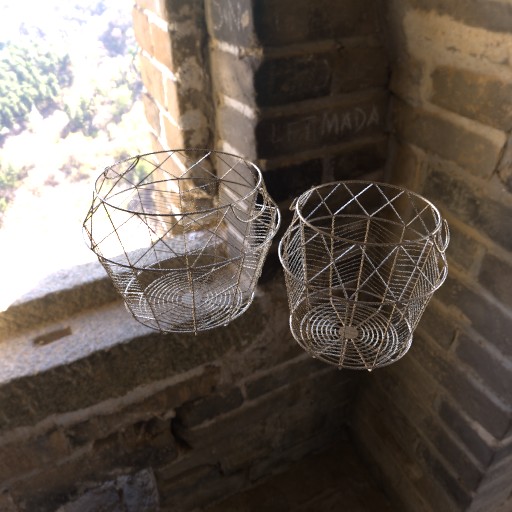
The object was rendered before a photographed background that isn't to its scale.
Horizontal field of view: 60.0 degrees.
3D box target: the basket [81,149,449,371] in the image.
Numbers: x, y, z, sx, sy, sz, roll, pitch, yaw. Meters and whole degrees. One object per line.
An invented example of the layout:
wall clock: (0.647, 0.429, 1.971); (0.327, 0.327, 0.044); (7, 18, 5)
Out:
basket: (0.000, 0.000, 1.021); (0.805, 0.343, 0.451); (10, 34, 15)
